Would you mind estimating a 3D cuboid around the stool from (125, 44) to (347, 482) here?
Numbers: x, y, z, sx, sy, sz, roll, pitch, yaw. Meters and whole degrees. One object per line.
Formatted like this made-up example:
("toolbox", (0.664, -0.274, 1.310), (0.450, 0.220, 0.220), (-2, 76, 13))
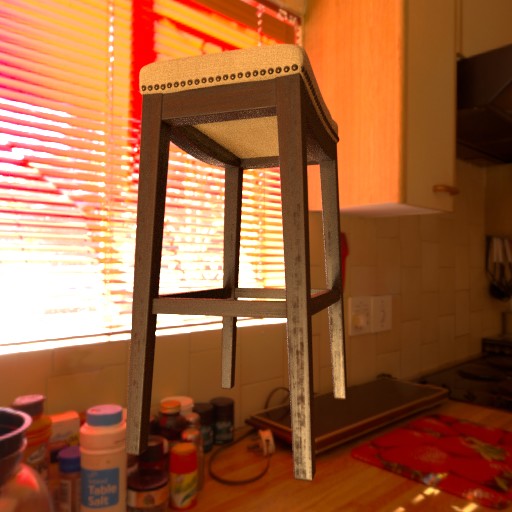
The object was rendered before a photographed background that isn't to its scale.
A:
("stool", (0.000, 0.000, 1.042), (0.363, 0.768, 0.509), (0, -1, 18))
